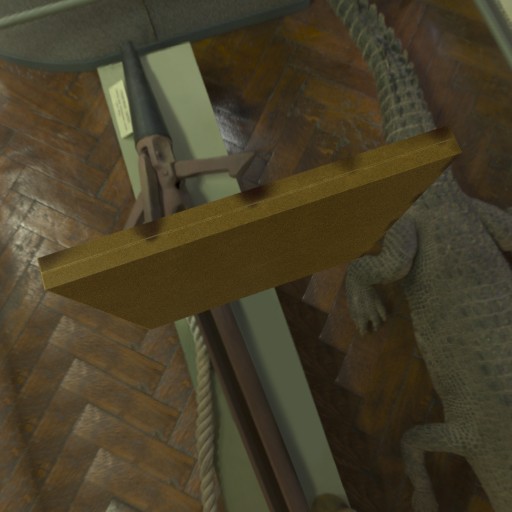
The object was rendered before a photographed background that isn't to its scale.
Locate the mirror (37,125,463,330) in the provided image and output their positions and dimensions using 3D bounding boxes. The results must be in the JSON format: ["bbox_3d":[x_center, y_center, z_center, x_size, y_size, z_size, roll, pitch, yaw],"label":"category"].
[{"bbox_3d":[0.000,0.000,0.759,0.509,0.507,0.042,-19,76,-5],"label":"mirror"}]
